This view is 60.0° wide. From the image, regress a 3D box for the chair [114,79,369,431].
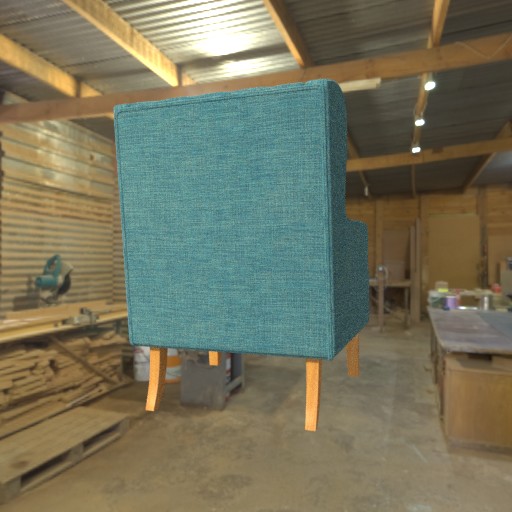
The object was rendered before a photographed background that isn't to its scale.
[{"bbox_3d":[0.000,0.000,1.542,0.711,0.952,0.775,0,0,18],"label":"chair"}]
